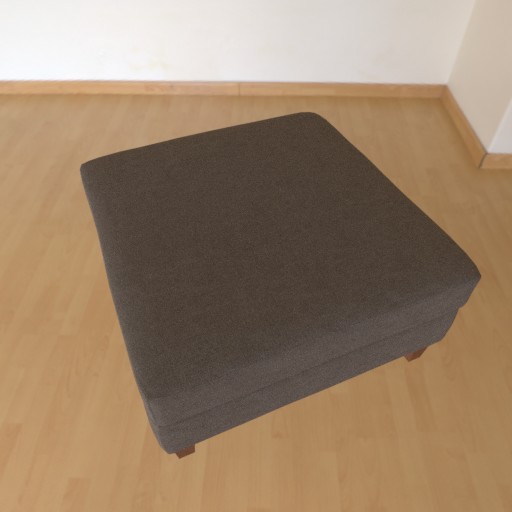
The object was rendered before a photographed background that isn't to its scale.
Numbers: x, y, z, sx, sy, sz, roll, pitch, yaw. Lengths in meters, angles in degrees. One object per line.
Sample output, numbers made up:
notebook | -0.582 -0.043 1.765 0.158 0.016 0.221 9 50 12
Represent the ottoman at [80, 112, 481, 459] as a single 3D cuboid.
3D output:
ottoman | 0.000 0.000 1.364 0.861 0.482 0.881 -17 50 -16
